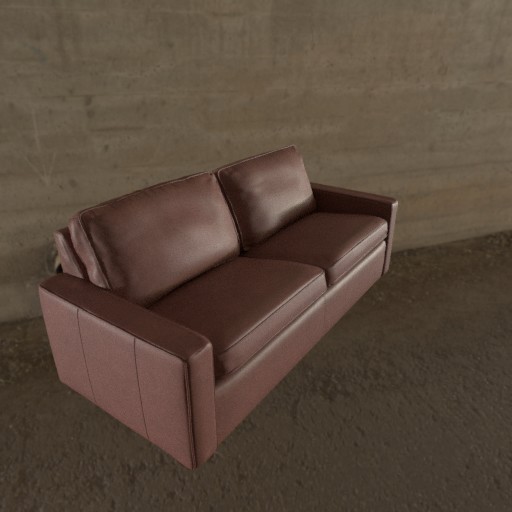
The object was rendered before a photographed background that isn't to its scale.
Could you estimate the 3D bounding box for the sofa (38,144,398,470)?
[{"bbox_3d":[0.000,0.000,2.494,0.940,0.919,2.080,17,31,31],"label":"sofa"}]
